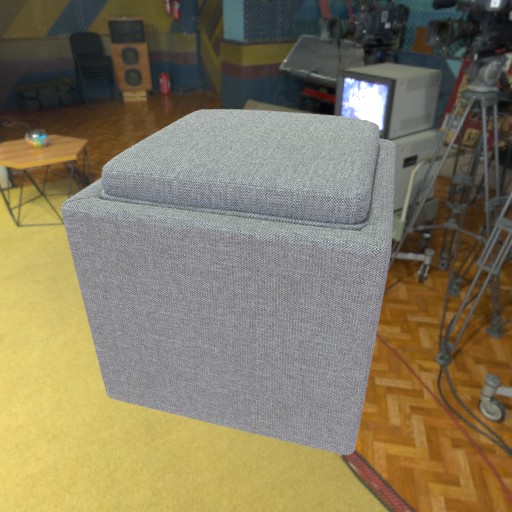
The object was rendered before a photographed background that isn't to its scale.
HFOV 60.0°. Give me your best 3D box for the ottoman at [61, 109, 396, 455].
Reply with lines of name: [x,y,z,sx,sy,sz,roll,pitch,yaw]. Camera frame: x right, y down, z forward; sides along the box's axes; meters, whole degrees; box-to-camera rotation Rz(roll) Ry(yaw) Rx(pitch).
ottoman: [0.000,0.000,0.828,0.450,0.460,0.450,8,32,13]
